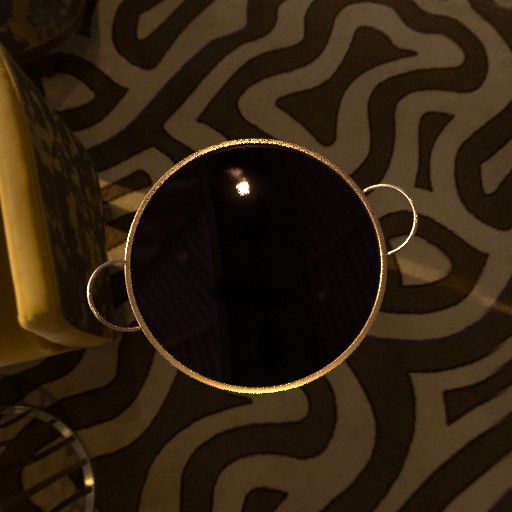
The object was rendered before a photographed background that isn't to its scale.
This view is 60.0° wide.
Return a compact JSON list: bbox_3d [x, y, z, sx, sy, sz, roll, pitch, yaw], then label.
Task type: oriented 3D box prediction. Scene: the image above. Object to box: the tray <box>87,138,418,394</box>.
[{"bbox_3d":[0.000,0.000,0.735,0.543,0.069,0.438,-16,77,-4],"label":"tray"}]
